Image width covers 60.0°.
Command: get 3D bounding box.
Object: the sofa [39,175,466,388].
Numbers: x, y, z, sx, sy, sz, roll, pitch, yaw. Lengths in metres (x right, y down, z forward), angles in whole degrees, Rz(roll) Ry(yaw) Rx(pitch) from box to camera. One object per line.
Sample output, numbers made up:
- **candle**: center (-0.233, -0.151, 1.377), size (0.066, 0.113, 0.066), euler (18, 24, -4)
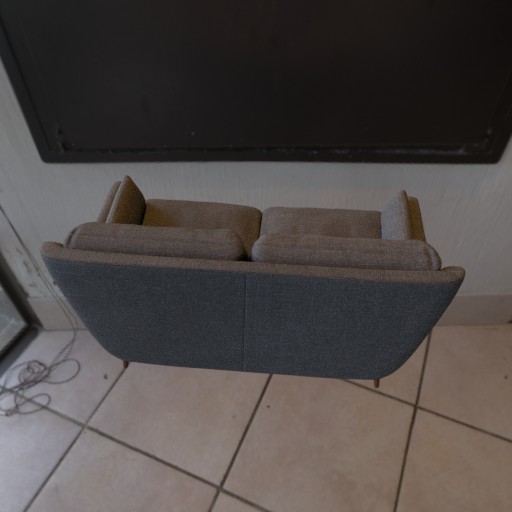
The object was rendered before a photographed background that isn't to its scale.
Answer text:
- **sofa**: center (0.000, 0.000, 2.179), size (1.646, 0.887, 0.976), euler (4, 47, 3)
